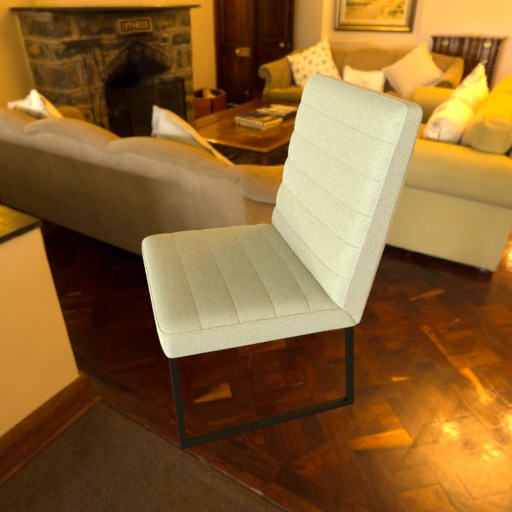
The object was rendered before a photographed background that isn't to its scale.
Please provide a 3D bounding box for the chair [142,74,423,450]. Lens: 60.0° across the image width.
[{"bbox_3d":[0.000,0.000,1.310,0.634,0.930,0.520,-9,31,-15],"label":"chair"}]
